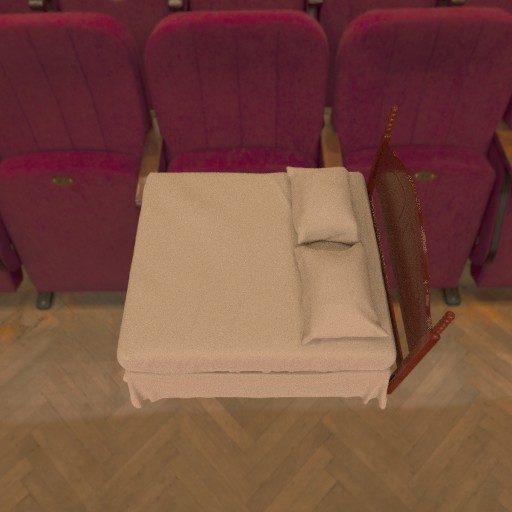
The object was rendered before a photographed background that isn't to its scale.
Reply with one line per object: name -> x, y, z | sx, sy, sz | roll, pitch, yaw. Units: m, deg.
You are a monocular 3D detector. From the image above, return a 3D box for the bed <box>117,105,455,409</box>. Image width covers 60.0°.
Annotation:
bed -> 0.000, 0.000, 3.235 | 2.040, 1.356, 1.873 | 0, 57, 0
